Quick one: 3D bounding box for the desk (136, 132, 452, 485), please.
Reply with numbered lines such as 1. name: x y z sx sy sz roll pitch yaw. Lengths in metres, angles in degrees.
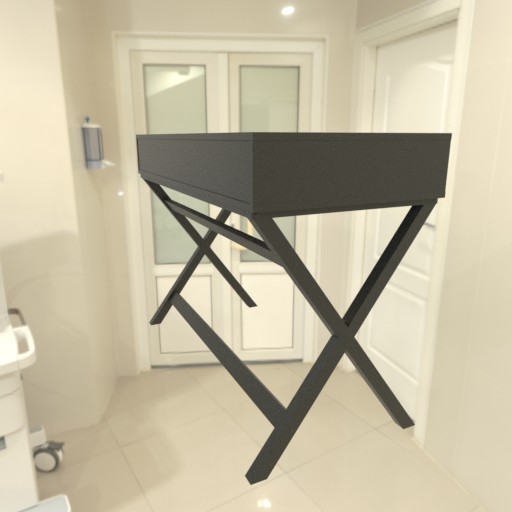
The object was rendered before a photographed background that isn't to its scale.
1. desk: 0.000 0.000 1.471 0.525 0.780 1.057 -7 17 -25
